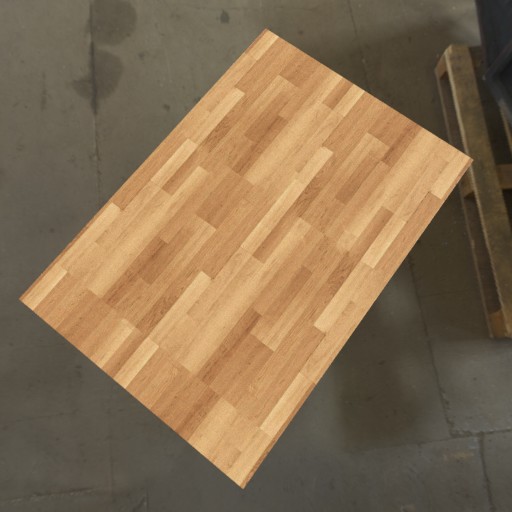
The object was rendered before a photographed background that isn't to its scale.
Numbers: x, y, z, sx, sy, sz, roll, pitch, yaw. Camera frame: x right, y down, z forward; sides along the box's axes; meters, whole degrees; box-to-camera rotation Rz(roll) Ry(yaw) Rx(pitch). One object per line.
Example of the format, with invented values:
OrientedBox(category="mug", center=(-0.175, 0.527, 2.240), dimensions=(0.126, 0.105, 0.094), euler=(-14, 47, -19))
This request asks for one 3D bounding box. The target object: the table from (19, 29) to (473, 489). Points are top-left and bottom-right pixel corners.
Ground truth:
OrientedBox(category="table", center=(0.000, 0.000, 1.831), dimensions=(0.900, 0.750, 1.300), euler=(36, 78, 9))
